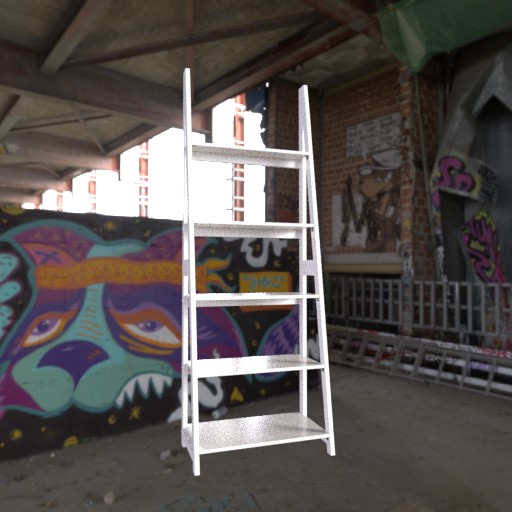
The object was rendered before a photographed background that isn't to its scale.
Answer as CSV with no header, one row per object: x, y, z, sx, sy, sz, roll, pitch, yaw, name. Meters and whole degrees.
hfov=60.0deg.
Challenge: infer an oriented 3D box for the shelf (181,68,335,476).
0.000,0.000,2.064,0.636,1.779,0.341,1,-2,-18,shelf
